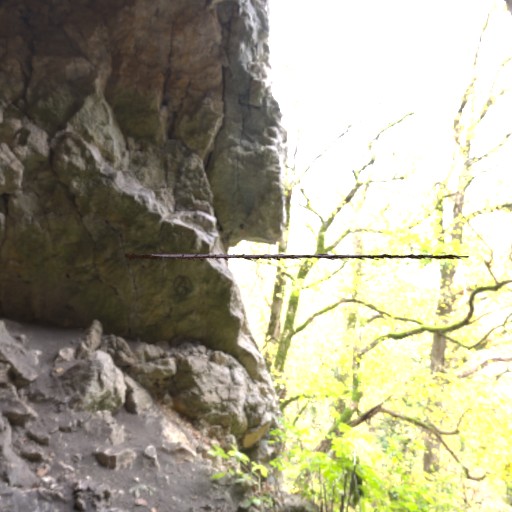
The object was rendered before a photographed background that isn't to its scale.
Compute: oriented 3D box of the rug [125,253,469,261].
[{"bbox_3d":[0.000,0.000,2.610,1.469,0.040,2.025,0,0,-17],"label":"rug"}]
